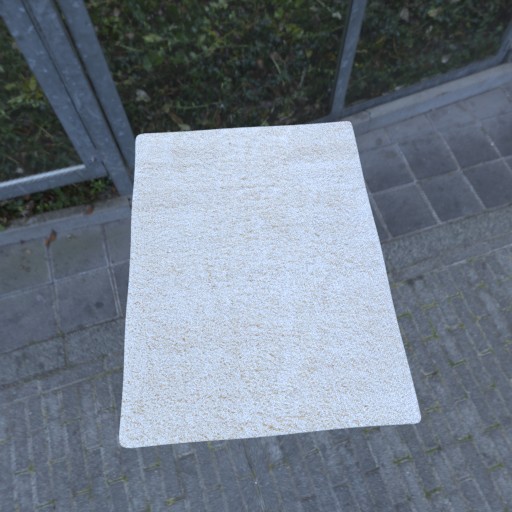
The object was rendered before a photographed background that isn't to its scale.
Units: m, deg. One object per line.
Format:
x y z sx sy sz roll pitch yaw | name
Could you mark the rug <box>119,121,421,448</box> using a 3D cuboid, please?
0.000 0.000 2.112 1.200 0.027 1.600 -4 63 -2 | rug
